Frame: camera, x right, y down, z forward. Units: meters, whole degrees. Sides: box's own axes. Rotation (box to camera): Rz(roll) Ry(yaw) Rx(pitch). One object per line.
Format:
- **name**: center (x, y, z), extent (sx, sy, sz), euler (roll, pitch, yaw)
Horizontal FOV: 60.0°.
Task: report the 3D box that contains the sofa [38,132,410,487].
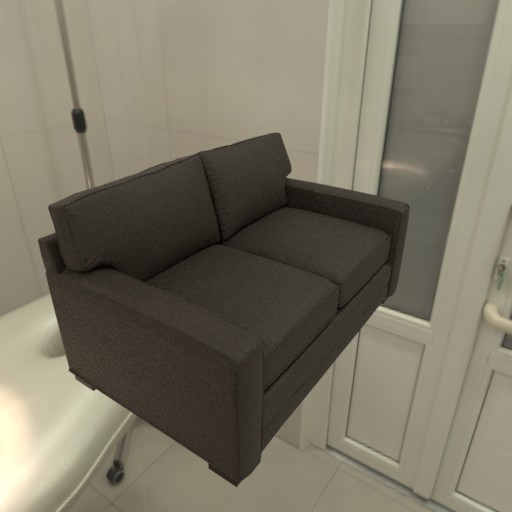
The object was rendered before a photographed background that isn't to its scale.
- **sofa**: center (0.000, 0.000, 2.101), extent (0.974, 0.887, 1.534), euler (18, 32, 31)
